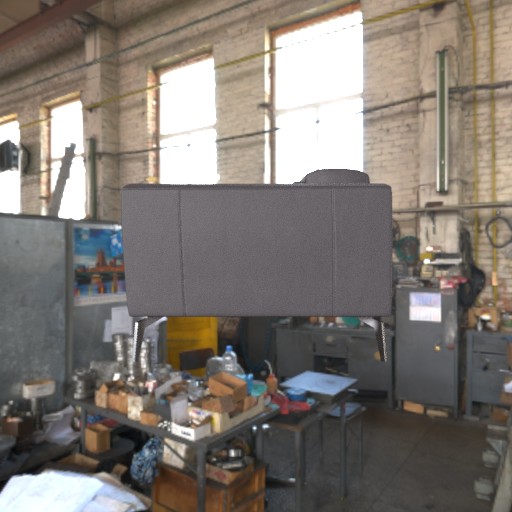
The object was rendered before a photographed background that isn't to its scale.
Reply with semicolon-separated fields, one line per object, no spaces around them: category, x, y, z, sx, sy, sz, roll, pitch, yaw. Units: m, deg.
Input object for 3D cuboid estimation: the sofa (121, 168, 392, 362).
sofa;0.000;0.000;2.801;1.048;0.814;2.330;0;0;0
